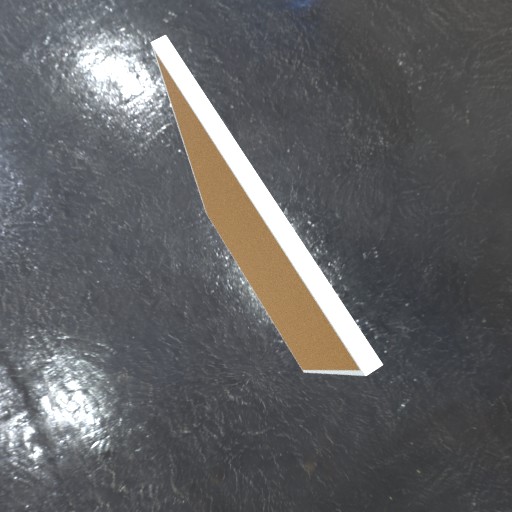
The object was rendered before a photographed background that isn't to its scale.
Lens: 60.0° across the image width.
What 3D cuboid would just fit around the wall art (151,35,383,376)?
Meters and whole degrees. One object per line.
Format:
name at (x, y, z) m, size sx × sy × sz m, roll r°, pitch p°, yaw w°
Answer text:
wall art at (0.000, 0.000, 1.361) m, size 0.039 × 1.050 × 0.795 m, roll -30°, pitch 78°, yaw -7°
